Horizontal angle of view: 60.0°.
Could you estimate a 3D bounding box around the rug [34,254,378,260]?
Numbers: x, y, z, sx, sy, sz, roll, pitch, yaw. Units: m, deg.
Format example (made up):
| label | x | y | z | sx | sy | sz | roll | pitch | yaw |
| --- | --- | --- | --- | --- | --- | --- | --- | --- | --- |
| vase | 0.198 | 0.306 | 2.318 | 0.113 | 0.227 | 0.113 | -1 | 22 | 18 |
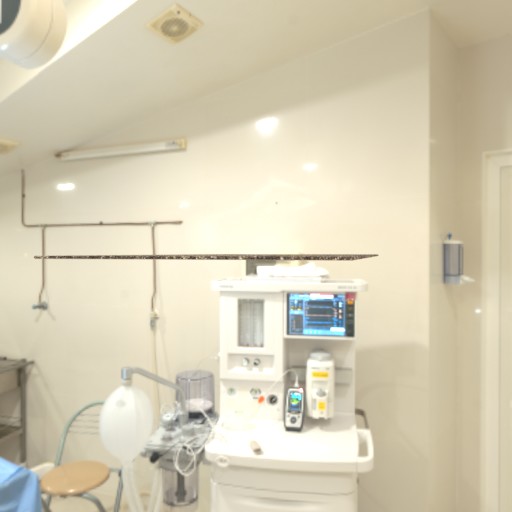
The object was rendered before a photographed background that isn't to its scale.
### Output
| label | x | y | z | sx | sy | sz | roll | pitch | yaw |
| --- | --- | --- | --- | --- | --- | --- | --- | --- | --- |
| rug | 0.000 | 0.000 | 2.349 | 1.186 | 0.012 | 1.814 | 0 | 0 | 18 |
